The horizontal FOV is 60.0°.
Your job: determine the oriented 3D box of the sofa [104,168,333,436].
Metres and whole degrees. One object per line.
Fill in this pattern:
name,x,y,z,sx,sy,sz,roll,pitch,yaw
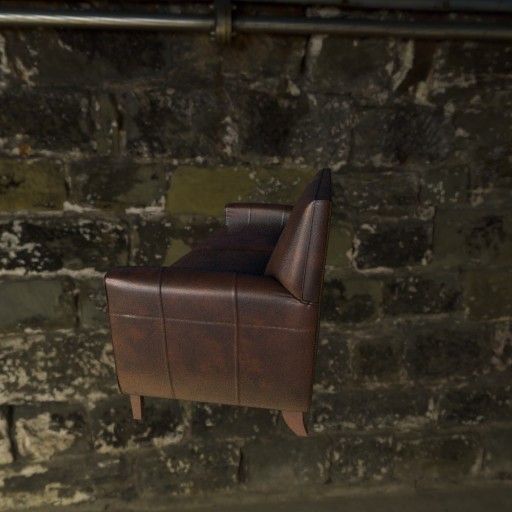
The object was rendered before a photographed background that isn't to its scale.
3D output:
sofa,0.000,0.000,2.437,0.786,0.871,1.995,2,14,9
